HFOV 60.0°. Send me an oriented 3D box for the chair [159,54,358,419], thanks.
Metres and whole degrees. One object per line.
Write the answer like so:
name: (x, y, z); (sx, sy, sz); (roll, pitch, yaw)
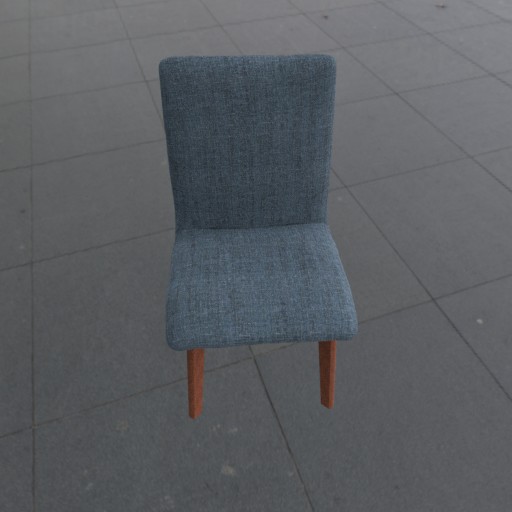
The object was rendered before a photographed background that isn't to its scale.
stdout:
chair: (0.000, 0.000, 1.316); (0.522, 0.974, 0.563); (-3, 47, -3)
